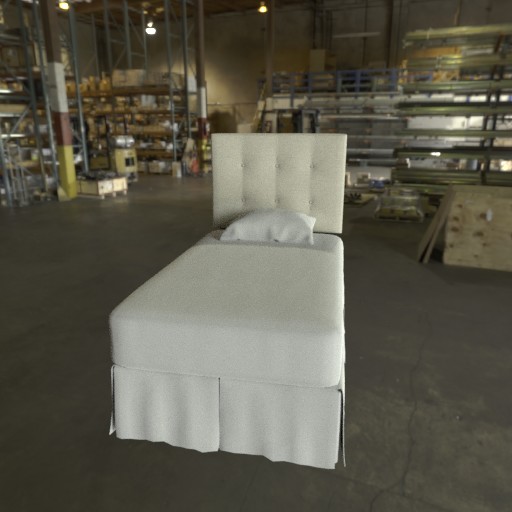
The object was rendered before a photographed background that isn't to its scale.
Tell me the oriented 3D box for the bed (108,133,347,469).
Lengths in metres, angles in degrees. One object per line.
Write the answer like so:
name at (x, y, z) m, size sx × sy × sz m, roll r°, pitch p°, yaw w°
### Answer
bed at (0.000, 0.000, 2.983) m, size 1.261 × 1.571 × 1.997 m, roll 3°, pitch 16°, yaw 10°
